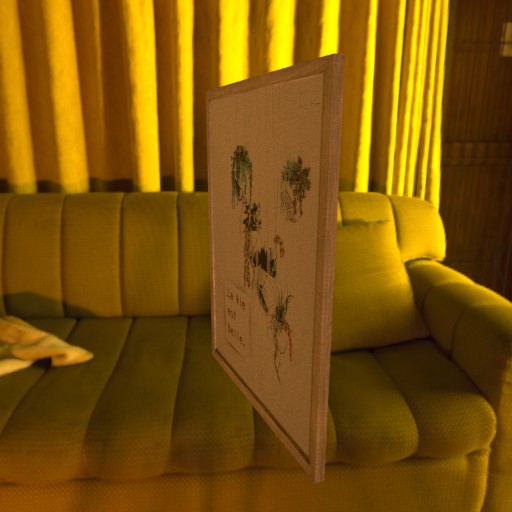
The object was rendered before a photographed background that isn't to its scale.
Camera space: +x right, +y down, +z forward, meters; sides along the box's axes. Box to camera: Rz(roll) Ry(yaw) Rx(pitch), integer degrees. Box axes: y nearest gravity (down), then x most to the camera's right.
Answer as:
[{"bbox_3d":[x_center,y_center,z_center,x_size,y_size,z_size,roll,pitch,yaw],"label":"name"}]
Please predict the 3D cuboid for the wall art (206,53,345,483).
[{"bbox_3d":[0.000,0.000,1.358,0.035,1.022,0.781,-7,16,-25],"label":"wall art"}]
